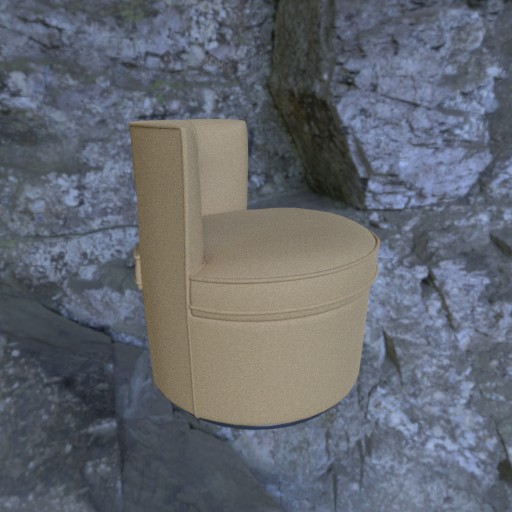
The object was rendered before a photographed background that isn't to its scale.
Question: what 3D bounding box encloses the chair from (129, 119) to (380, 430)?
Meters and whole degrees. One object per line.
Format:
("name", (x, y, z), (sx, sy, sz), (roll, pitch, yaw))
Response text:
("chair", (0.000, 0.000, 1.235), (0.665, 0.723, 0.650), (3, 18, 9))
